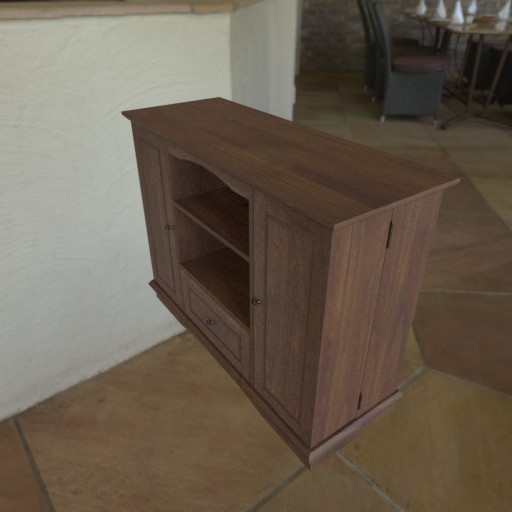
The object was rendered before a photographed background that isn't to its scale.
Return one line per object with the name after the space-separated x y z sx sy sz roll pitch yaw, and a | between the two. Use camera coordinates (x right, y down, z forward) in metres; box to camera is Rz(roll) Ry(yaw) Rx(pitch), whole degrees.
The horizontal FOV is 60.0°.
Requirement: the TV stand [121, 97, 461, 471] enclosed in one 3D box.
0.000 0.000 1.510 0.406 0.813 1.067 -21 37 -30 | TV stand
